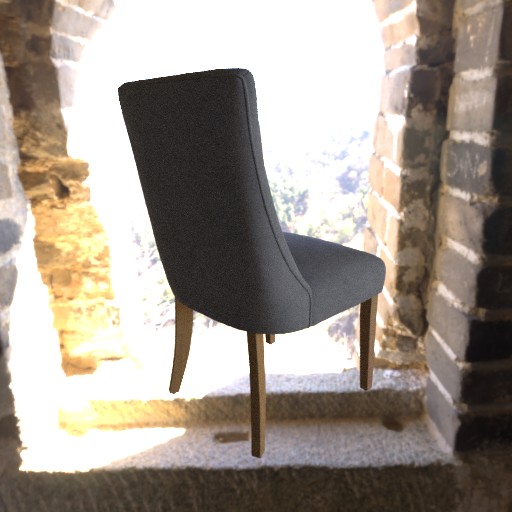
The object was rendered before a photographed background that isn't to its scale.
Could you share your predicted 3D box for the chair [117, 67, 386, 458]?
[{"bbox_3d":[0.000,0.000,1.239,0.610,0.902,0.495,-15,22,-41],"label":"chair"}]
